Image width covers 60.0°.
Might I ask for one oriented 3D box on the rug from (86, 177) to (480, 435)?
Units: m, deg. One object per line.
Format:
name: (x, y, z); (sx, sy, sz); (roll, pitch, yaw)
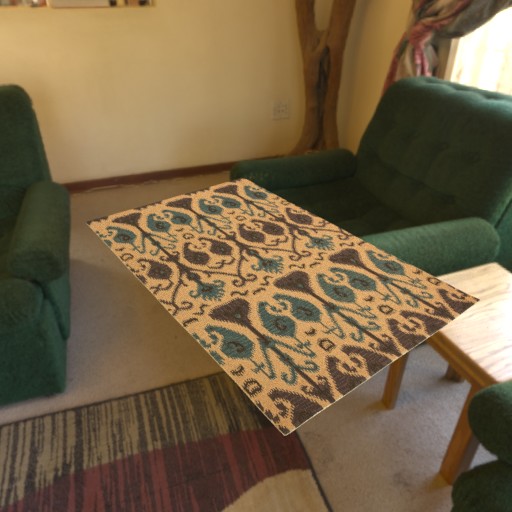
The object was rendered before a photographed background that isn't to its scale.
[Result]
rug: (0.000, 0.000, 2.147); (1.072, 0.013, 1.698); (-22, 38, -31)
